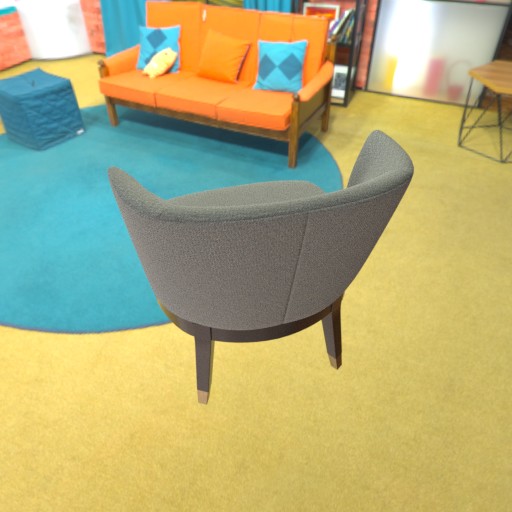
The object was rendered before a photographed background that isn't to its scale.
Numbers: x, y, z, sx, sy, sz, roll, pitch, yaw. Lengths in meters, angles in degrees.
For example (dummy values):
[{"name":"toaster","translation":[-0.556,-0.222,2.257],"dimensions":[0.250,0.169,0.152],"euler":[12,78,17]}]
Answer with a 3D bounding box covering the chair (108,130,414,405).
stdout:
[{"name":"chair","translation":[0.000,0.000,1.286],"dimensions":[0.700,0.760,0.660],"euler":[-11,41,-13]}]
